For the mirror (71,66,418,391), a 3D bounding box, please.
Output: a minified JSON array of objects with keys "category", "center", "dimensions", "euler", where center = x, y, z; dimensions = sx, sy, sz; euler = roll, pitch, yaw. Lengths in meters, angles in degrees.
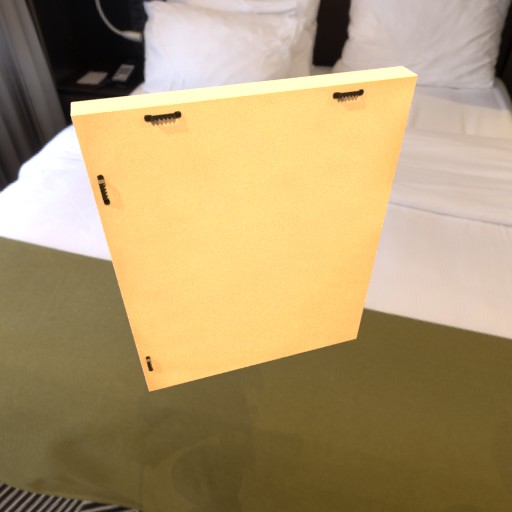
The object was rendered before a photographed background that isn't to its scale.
[{"category":"mirror","center":[0.000,0.000,0.675],"dimensions":[0.406,0.509,0.041],"euler":[-11,42,-13]}]
